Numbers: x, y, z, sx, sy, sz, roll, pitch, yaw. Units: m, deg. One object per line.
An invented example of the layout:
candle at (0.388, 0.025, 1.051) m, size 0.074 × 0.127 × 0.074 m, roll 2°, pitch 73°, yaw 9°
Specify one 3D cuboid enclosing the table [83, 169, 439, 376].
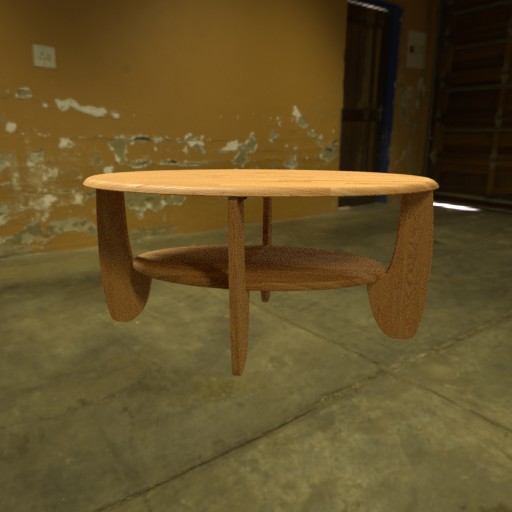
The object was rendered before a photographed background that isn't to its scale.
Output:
table at (0.000, 0.000, 1.381) m, size 1.040 × 0.490 × 0.690 m, roll 2°, pitch 15°, yaw 8°
